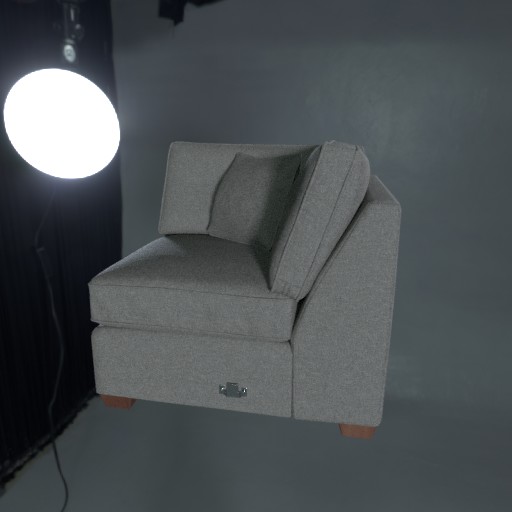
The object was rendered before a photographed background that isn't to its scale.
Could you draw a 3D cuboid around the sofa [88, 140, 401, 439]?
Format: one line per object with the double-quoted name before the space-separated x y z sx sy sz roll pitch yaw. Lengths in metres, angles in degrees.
"sofa" 0.000 0.000 1.978 1.084 1.002 1.146 3 15 11
